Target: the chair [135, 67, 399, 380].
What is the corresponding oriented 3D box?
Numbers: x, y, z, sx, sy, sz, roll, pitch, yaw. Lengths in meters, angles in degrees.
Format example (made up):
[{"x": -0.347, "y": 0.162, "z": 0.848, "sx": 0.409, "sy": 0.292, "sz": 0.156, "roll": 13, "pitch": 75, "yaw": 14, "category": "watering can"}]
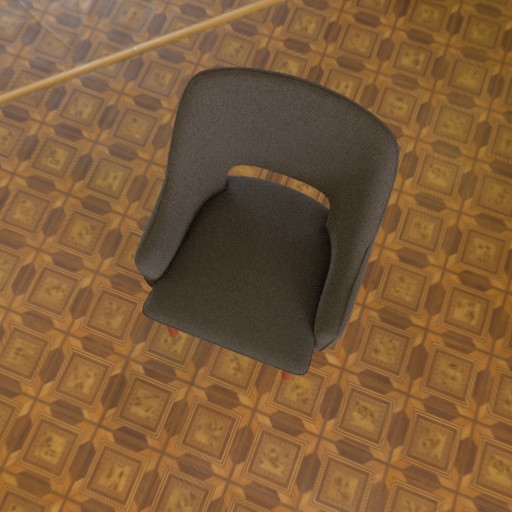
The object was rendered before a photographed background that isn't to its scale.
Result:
[{"x": 0.000, "y": 0.000, "z": 1.214, "sx": 0.559, "sy": 0.838, "sz": 0.560, "roll": 20, "pitch": 76, "yaw": 5, "category": "chair"}]
